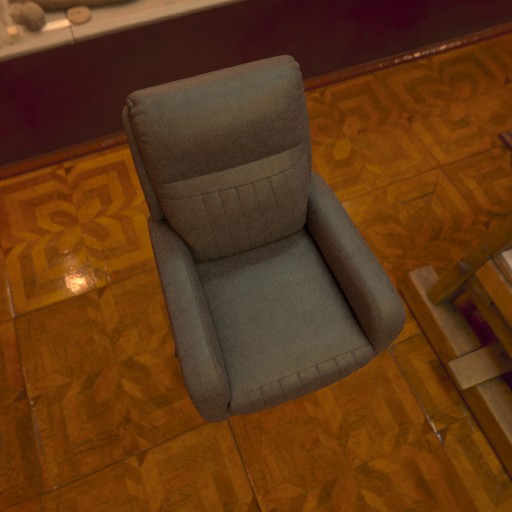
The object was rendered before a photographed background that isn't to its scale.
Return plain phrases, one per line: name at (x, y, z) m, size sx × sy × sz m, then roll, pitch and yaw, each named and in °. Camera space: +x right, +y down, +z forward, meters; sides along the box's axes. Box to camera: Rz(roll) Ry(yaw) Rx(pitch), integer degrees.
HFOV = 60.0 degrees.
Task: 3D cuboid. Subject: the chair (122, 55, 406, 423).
chair at (0.000, 0.000, 1.779) m, size 0.865 × 1.067 × 1.067 m, roll -18°, pitch 65°, yaw -9°
